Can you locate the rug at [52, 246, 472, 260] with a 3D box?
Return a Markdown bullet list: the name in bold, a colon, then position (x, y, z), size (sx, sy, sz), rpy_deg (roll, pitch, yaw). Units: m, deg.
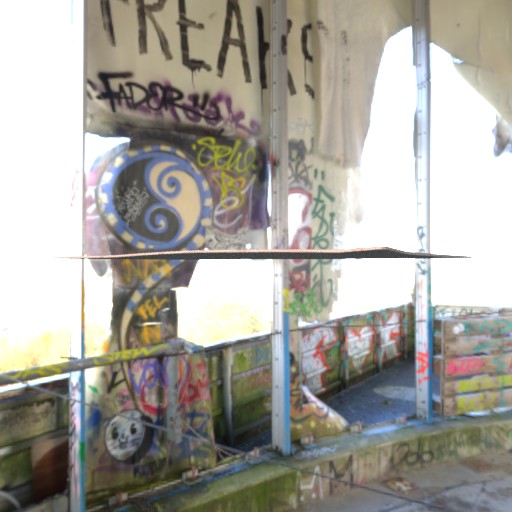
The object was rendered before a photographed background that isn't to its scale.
- **rug**: position (0.000, 0.000, 2.305), size (1.837, 0.025, 1.230), rpy_deg (-1, -1, 37)
